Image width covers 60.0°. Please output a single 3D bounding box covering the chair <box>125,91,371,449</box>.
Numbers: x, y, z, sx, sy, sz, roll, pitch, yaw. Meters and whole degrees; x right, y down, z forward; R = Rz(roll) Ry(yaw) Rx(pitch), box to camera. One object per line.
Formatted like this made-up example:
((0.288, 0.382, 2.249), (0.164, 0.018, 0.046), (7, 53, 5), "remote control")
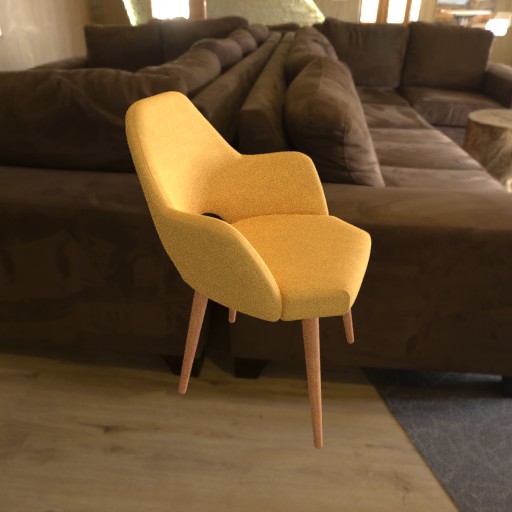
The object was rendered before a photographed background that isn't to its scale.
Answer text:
((0.000, 0.000, 1.268), (0.610, 0.840, 0.590), (11, 32, 18), "chair")
